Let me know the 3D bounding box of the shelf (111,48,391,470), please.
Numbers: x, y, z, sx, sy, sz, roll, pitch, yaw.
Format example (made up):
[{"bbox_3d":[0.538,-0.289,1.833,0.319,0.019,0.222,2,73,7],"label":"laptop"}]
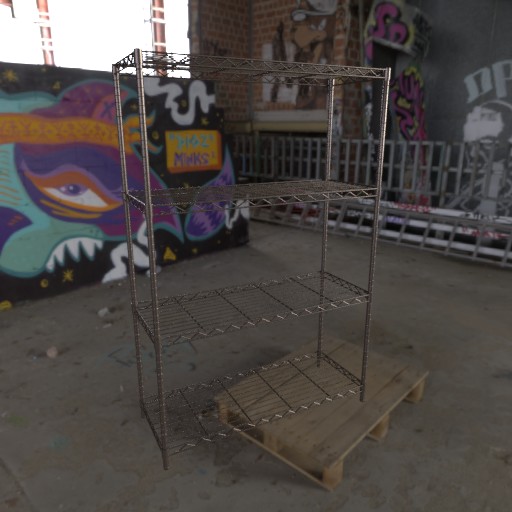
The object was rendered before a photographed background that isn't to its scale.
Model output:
[{"bbox_3d":[0.000,0.000,1.711,0.907,1.361,0.352,-8,18,-26],"label":"shelf"}]
